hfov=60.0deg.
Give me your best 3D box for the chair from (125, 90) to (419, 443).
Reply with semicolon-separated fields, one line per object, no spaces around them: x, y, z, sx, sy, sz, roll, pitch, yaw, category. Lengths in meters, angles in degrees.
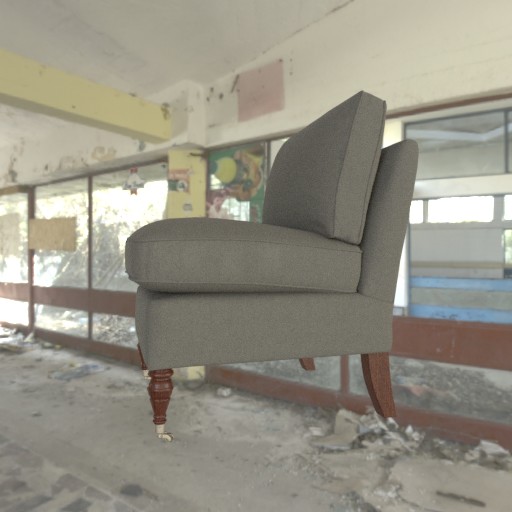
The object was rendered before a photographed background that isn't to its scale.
0.000;0.000;1.642;0.924;1.045;0.724;0;0;-18;chair
